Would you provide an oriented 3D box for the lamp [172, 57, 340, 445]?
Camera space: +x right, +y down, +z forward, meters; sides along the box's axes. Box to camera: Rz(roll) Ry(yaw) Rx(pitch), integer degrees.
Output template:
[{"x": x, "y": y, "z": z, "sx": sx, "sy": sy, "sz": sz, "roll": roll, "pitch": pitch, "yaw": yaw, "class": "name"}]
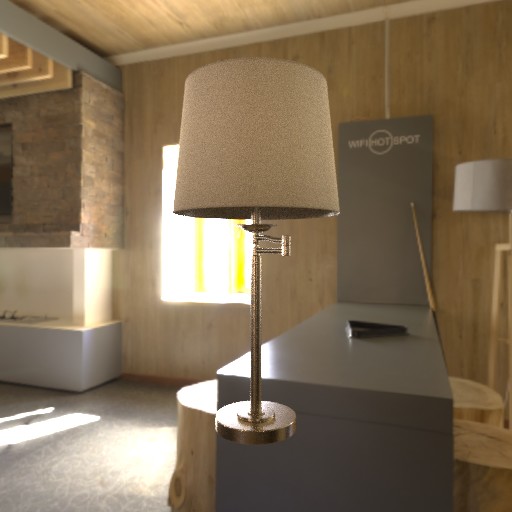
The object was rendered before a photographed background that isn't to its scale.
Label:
[{"x": 0.000, "y": 0.000, "z": 0.895, "sx": 0.333, "sy": 0.696, "sz": 0.333, "roll": 0, "pitch": 1, "yaw": 0, "class": "lamp"}]
